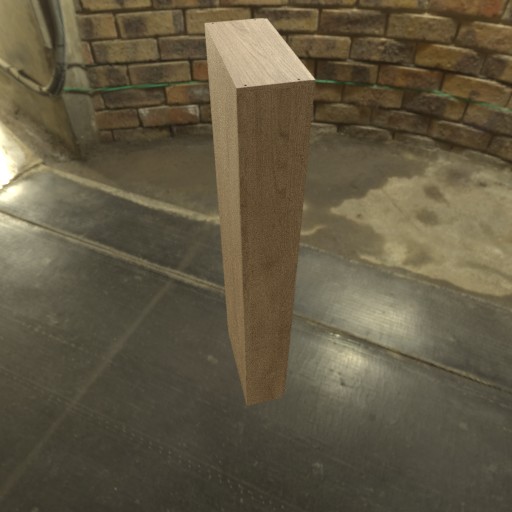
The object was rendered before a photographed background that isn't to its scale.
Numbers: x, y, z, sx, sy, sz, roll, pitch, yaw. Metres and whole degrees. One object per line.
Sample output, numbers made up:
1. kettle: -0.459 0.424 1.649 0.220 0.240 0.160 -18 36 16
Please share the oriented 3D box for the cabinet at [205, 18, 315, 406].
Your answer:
1. cabinet: 0.000 0.000 1.973 0.230 1.790 0.500 -10 46 -10
